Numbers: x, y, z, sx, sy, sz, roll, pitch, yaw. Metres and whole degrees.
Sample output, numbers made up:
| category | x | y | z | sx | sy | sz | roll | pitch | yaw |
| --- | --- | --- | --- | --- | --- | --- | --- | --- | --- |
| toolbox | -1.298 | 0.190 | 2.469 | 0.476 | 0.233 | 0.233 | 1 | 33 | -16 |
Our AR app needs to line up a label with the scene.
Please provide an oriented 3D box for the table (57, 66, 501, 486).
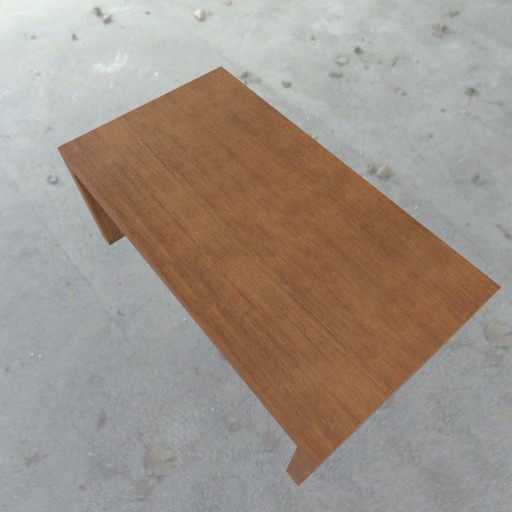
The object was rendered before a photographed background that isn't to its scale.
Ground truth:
| category | x | y | z | sx | sy | sz | roll | pitch | yaw |
| --- | --- | --- | --- | --- | --- | --- | --- | --- | --- |
| table | 0.000 | 0.000 | 1.245 | 0.549 | 0.419 | 1.000 | -35 | 64 | -20 |
